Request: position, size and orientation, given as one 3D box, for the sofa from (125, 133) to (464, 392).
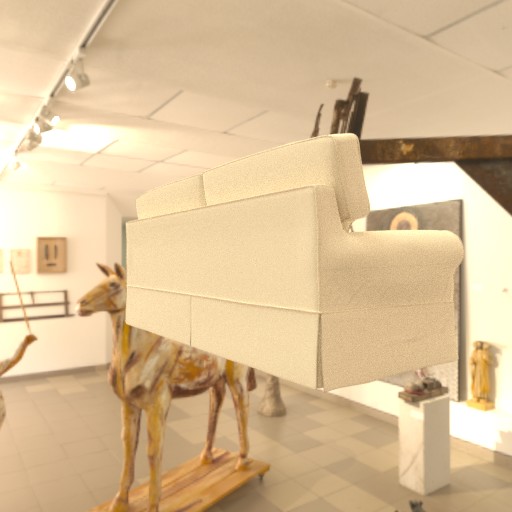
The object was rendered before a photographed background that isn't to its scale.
[{"bbox_3d":[0.000,0.000,2.521,0.862,0.937,2.021,0,-1,-35],"label":"sofa"}]
